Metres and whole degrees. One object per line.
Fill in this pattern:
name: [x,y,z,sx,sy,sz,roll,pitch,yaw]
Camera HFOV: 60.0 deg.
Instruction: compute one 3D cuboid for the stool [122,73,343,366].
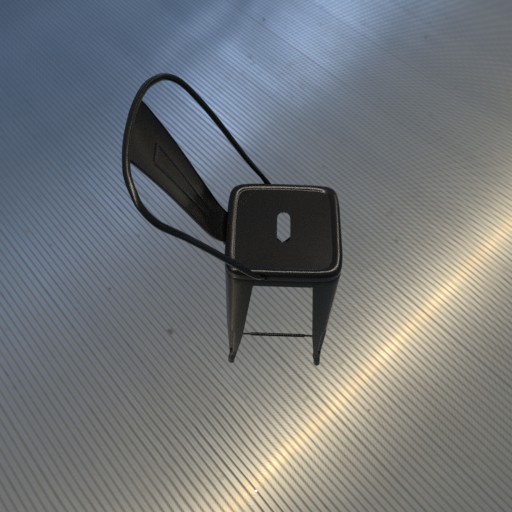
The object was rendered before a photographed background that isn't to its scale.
stool: [0.000,0.000,1.347,0.513,1.096,0.399,2,62,1]
